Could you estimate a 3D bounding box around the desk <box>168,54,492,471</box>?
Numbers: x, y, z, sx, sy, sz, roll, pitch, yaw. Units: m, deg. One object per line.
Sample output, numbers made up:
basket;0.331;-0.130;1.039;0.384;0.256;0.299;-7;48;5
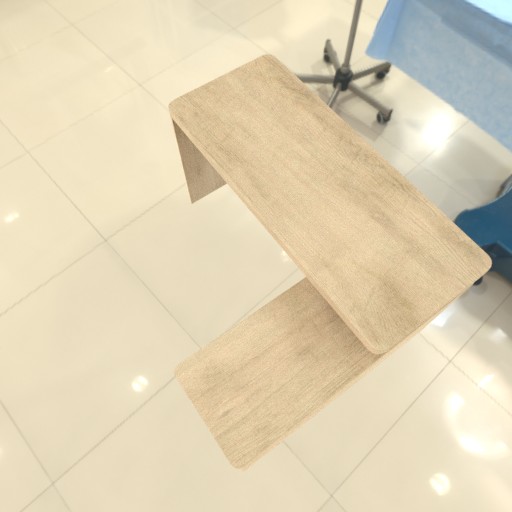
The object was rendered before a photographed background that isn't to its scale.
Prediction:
desk;0.000;0.000;2.070;1.175;0.770;1.400;-33;68;-15
